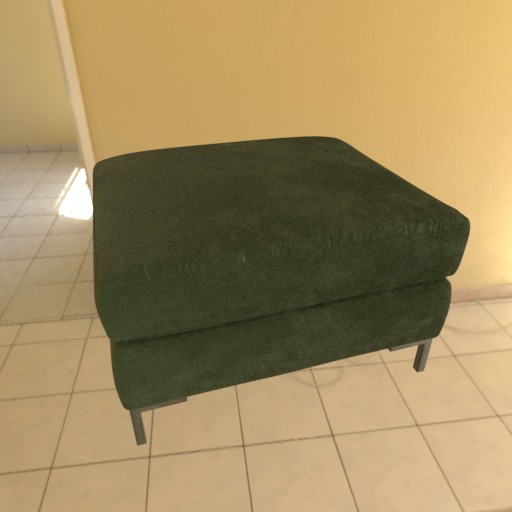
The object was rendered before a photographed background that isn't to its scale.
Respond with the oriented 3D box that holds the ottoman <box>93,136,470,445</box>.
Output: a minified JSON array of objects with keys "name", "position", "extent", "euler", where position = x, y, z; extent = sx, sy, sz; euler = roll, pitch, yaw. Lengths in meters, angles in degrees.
[{"name":"ottoman","position":[0.000,0.000,1.287],"extent":[0.839,0.538,0.701],"euler":[-9,33,-15]}]
